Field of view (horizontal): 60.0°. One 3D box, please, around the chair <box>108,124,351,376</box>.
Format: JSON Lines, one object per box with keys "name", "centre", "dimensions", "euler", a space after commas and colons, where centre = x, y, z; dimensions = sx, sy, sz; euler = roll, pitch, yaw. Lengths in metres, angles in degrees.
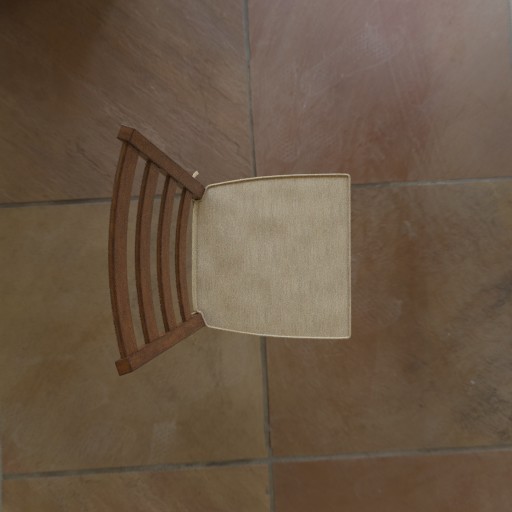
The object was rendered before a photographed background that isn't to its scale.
{"name": "chair", "centre": [0.000, 0.000, 1.369], "dimensions": [0.595, 0.979, 0.593], "euler": [0, 88, 0]}
